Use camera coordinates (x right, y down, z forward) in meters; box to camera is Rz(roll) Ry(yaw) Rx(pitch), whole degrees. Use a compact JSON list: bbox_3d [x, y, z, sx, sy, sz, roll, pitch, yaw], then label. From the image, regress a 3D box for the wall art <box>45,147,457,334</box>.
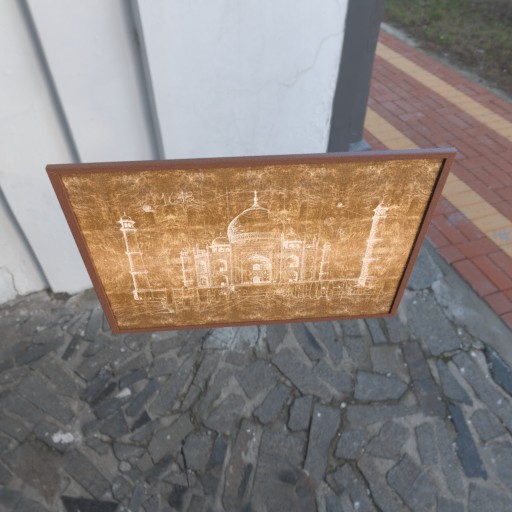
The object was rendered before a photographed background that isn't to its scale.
[{"bbox_3d":[0.000,0.000,0.875,0.660,0.455,0.014,-3,46,-3],"label":"wall art"}]
